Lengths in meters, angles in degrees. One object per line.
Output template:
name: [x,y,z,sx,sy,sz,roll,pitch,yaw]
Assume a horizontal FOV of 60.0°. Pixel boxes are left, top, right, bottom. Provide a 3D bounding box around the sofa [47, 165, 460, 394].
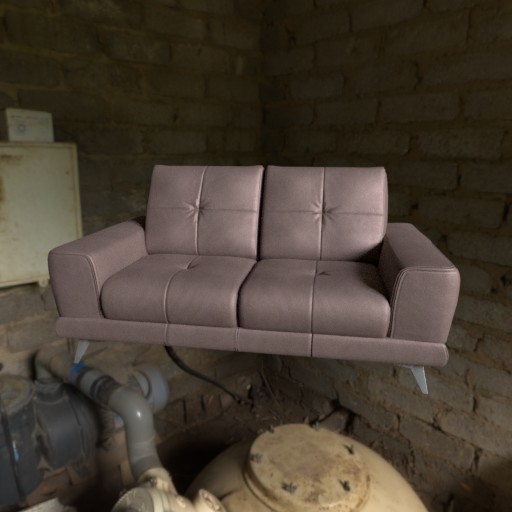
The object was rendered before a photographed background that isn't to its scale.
sofa: [0.000,0.000,2.337,1.806,0.907,1.018,2,15,9]
